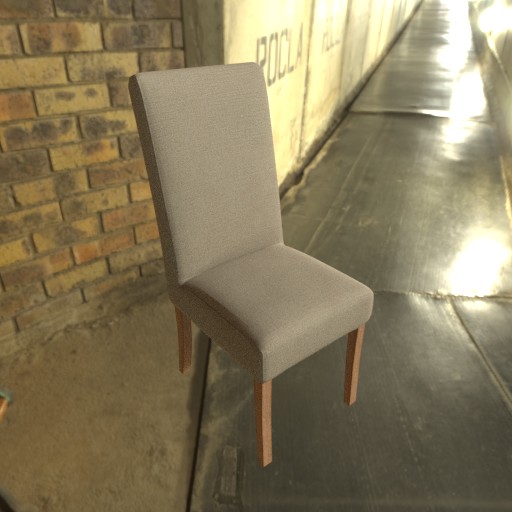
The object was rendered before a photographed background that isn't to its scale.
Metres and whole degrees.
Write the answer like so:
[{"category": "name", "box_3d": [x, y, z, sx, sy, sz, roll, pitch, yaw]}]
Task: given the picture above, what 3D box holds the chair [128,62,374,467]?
[{"category": "chair", "box_3d": [0.000, 0.000, 1.374, 0.450, 1.033, 0.611, -21, 36, -32]}]
